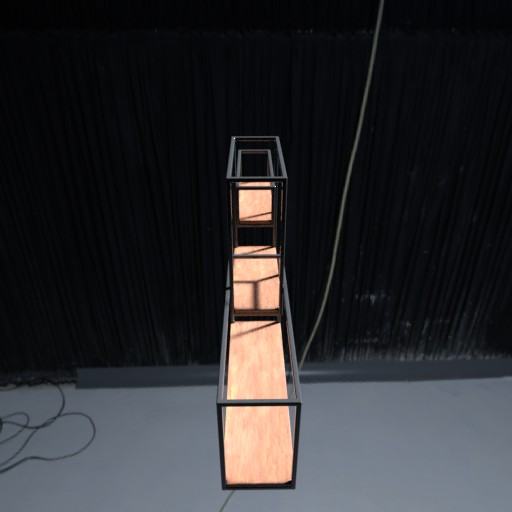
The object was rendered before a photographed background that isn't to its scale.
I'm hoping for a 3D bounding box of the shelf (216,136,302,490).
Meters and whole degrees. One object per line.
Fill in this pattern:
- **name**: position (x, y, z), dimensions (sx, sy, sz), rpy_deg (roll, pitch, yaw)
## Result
- **shelf**: position (0.000, 0.000, 2.166), dimensions (0.275, 0.972, 1.781), rpy_deg (0, 30, -1)
